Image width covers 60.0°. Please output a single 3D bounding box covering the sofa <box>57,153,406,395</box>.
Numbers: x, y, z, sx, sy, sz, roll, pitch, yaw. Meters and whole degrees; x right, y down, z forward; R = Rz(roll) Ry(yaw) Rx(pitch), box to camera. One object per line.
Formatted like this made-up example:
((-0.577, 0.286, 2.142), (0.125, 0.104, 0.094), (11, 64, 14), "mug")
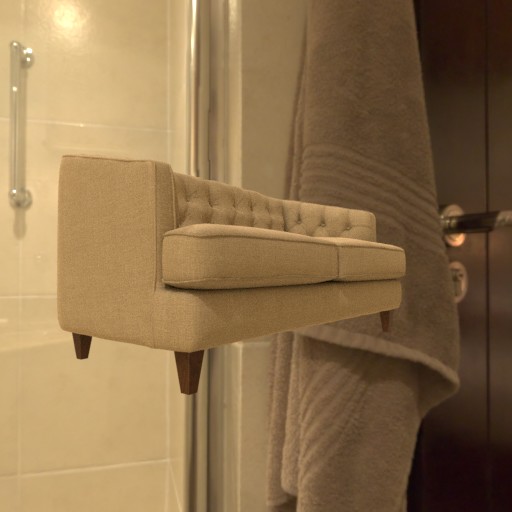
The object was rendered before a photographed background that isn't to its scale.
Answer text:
((0.000, 0.000, 2.171), (0.941, 0.855, 1.733), (-1, -2, 37), "sofa")
